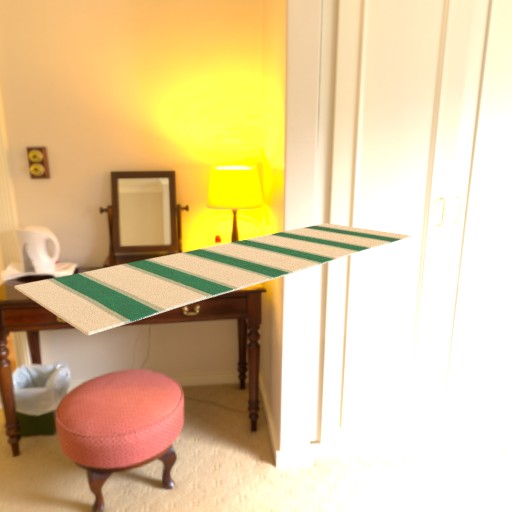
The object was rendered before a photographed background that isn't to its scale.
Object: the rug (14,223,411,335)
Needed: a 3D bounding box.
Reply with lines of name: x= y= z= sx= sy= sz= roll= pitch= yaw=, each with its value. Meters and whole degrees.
rug: x=0.000 y=0.000 z=2.646 sx=0.768 sy=0.012 sz=2.438 roll=13 pitch=19 yaw=43
